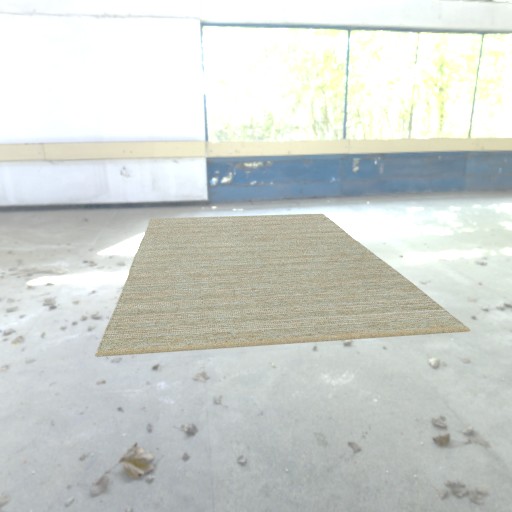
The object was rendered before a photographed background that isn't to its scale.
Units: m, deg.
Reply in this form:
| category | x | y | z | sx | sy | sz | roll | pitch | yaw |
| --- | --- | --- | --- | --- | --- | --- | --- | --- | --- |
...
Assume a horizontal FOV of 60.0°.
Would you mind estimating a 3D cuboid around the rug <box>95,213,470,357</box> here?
| category | x | y | z | sx | sy | sz | roll | pitch | yaw |
| --- | --- | --- | --- | --- | --- | --- | --- | --- | --- |
| rug | 0.000 | 0.000 | 2.289 | 1.240 | 0.010 | 1.824 | -2 | 18 | -7 |
